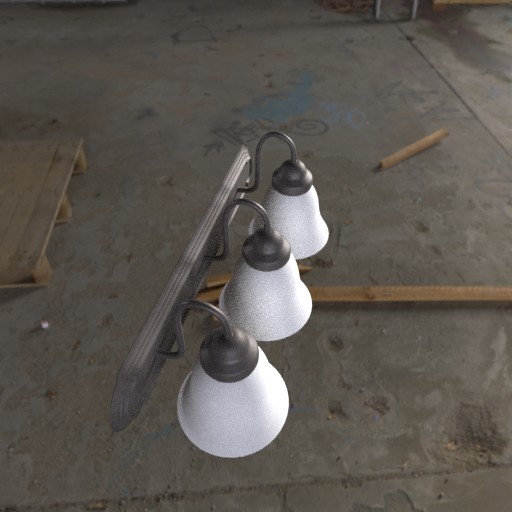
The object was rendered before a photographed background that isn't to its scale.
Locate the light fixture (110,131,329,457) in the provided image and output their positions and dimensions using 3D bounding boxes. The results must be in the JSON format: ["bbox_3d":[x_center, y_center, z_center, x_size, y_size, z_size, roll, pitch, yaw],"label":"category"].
[{"bbox_3d":[0.000,0.000,0.709,0.199,0.222,0.610,11,47,11],"label":"light fixture"}]
